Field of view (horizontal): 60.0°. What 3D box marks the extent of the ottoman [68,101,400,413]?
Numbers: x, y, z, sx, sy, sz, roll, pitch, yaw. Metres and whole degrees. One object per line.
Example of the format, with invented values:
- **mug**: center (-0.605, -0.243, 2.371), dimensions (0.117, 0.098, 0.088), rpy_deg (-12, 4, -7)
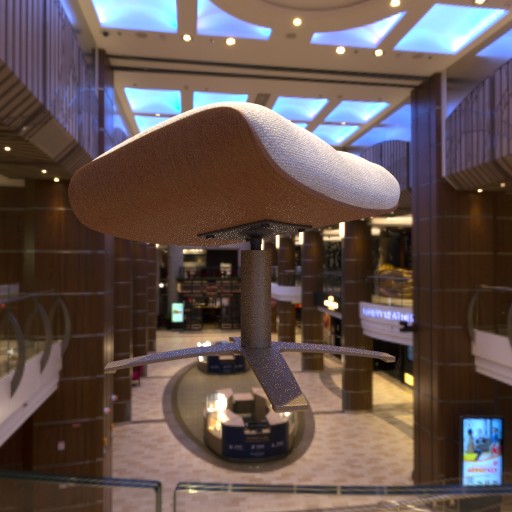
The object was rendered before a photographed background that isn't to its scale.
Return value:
- **ottoman**: center (0.000, 0.000, 0.799), dimensions (0.394, 0.391, 0.520), rpy_deg (-1, -1, 35)
